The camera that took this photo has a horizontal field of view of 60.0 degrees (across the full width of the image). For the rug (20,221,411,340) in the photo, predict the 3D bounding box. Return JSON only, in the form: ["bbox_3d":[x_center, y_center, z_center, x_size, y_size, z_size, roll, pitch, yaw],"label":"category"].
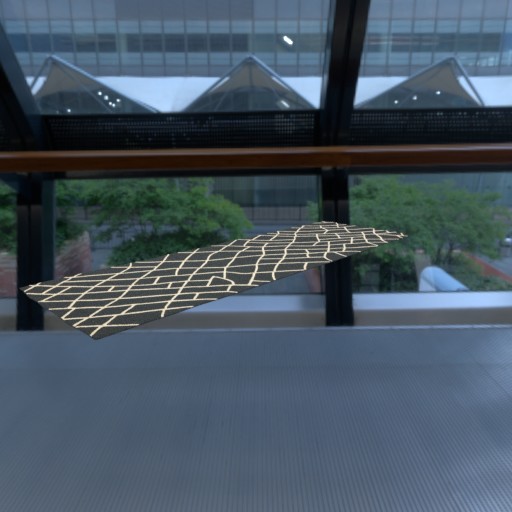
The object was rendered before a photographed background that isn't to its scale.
[{"bbox_3d":[0.000,0.000,2.706,0.807,0.010,2.476,15,21,43],"label":"rug"}]
